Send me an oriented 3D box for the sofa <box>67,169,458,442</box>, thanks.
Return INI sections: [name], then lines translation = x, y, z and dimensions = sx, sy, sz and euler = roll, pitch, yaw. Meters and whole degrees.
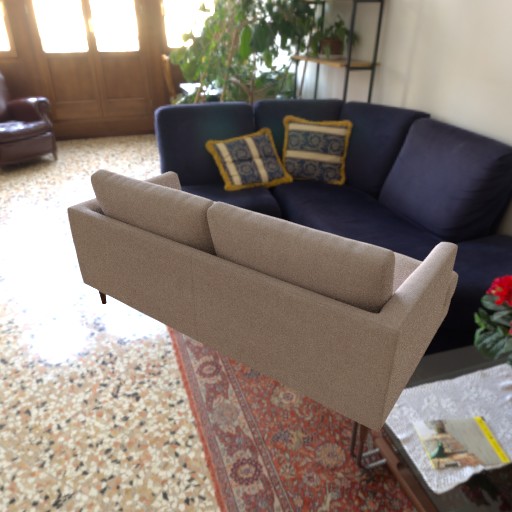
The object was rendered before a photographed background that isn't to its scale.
[sofa]
translation = 0.000, 0.000, 2.480
dimensions = 1.948, 0.868, 1.020
euler = 19, 34, 31
